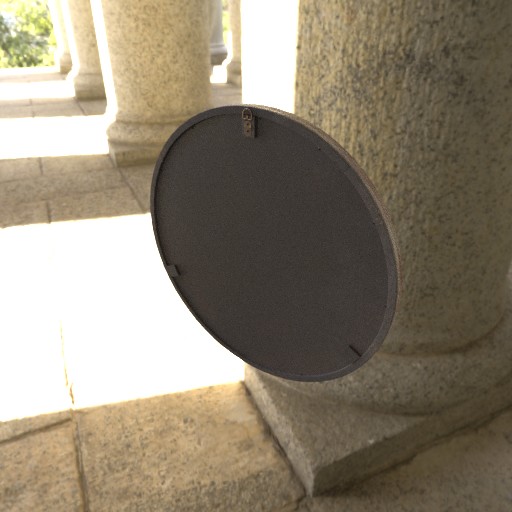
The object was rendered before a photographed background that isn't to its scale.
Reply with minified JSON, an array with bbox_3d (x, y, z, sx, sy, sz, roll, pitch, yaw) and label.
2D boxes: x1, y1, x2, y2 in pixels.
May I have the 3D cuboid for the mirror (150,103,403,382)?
[{"bbox_3d":[0.000,0.000,1.085,0.710,0.710,0.038,20,36,30],"label":"mirror"}]
